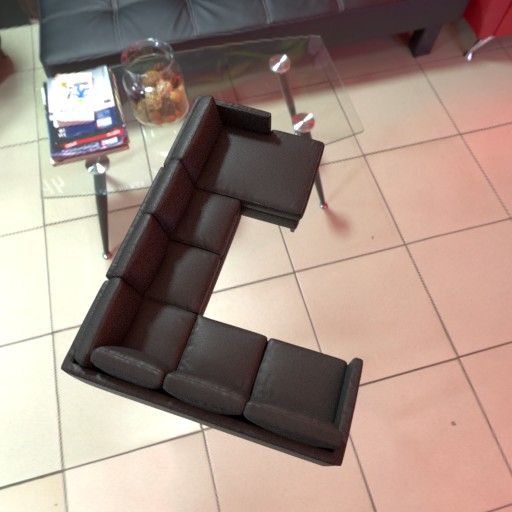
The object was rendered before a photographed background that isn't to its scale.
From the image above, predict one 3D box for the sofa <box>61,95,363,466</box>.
[{"bbox_3d":[0.000,0.000,4.683,2.593,0.923,3.460,16,65,8],"label":"sofa"}]
